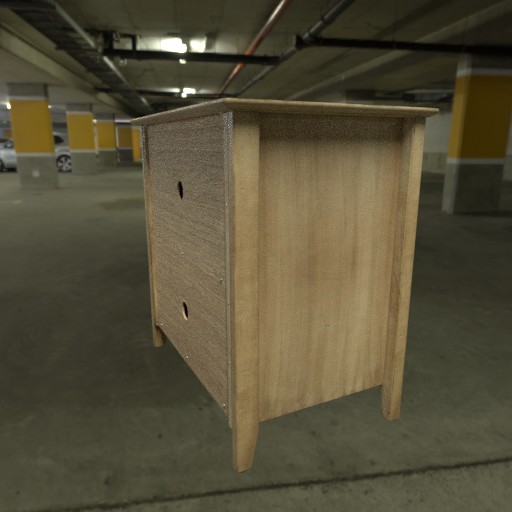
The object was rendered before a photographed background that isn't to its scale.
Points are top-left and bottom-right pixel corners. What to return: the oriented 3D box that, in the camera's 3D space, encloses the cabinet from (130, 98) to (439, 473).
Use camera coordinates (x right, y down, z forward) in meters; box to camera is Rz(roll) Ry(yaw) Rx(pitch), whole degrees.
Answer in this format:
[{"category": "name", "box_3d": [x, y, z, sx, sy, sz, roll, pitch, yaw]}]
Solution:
[{"category": "cabinet", "box_3d": [0.000, 0.000, 1.257, 0.503, 0.762, 0.763, -7, 16, -26]}]
